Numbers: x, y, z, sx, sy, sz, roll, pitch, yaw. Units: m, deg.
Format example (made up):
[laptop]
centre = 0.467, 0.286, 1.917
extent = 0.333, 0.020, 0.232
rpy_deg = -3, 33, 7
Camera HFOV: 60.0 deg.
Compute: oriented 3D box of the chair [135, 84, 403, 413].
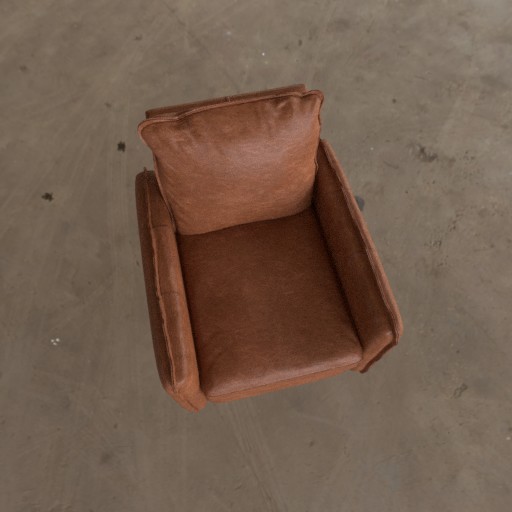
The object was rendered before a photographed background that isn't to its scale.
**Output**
[chair]
centre = 0.000, 0.000, 1.657
extent = 0.830, 0.922, 0.922
rpy_deg = -12, 65, -6
